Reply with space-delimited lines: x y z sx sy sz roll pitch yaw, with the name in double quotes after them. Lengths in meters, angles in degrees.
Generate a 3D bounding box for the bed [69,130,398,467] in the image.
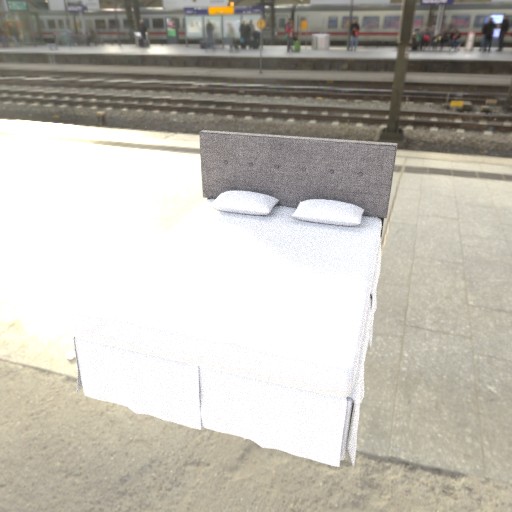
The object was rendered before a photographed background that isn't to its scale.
0.000 0.000 2.934 1.621 1.168 1.958 8 28 16 "bed"
